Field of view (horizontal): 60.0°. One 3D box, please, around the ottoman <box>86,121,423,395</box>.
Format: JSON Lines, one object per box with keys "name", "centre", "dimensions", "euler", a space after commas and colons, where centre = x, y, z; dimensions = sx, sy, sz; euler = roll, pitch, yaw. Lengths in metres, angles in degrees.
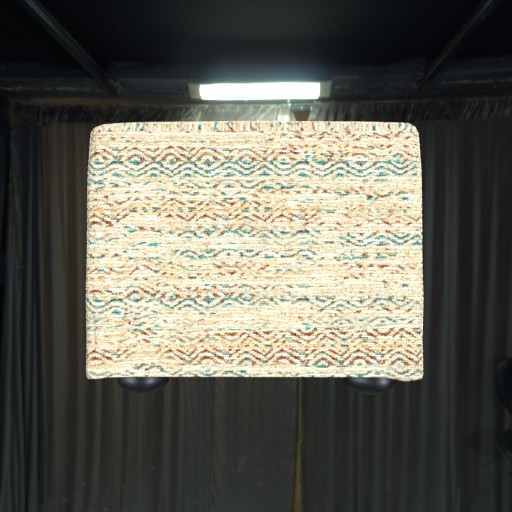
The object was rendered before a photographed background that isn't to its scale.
{"name": "ottoman", "centre": [0.000, 0.000, 0.916], "dimensions": [0.521, 0.453, 0.512], "euler": [0, -1, 0]}
